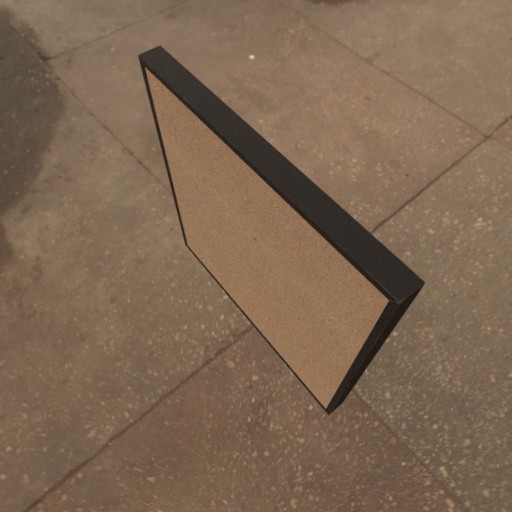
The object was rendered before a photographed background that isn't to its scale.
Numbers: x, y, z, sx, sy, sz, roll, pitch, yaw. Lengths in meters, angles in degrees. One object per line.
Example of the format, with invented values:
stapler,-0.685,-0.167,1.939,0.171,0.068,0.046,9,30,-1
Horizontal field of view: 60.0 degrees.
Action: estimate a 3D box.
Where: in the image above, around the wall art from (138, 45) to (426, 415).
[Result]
wall art,0.000,0.000,0.764,0.038,0.508,0.508,-34,64,-19
